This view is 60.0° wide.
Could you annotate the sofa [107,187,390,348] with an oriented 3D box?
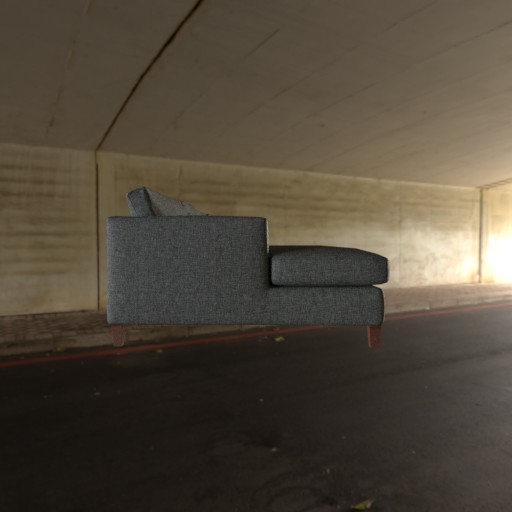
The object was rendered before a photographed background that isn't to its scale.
[{"bbox_3d":[0.000,0.000,4.199,1.635,0.960,3.485,0,1,2],"label":"sofa"}]
